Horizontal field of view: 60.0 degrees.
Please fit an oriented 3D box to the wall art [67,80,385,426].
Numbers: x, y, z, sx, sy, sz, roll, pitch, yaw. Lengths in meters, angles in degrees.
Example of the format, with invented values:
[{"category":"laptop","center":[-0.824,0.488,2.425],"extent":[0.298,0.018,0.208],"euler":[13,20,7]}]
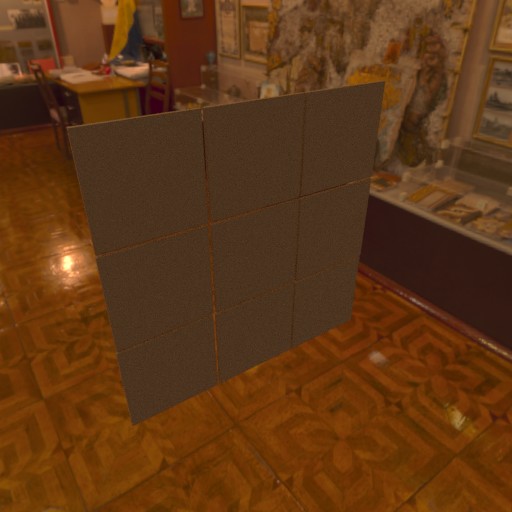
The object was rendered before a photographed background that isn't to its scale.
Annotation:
[{"category":"wall art","center":[0.000,0.000,1.348],"extent":[0.919,0.917,0.010],"euler":[-19,36,-28]}]
